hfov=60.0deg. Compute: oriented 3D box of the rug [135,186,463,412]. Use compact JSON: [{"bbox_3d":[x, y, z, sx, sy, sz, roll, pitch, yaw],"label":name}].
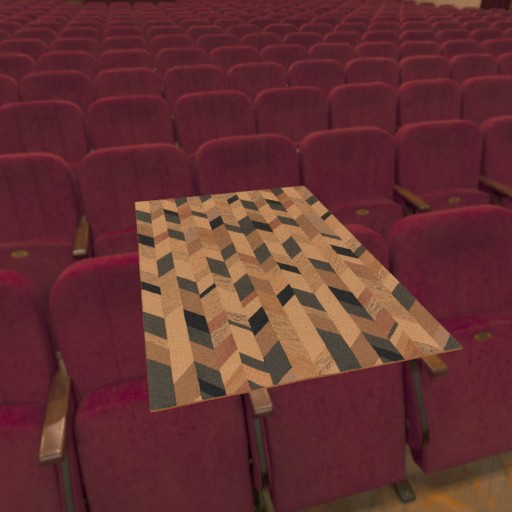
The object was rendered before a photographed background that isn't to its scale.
[{"bbox_3d":[0.000,0.000,2.342,1.202,0.006,1.813,-7,31,-13],"label":"rug"}]
